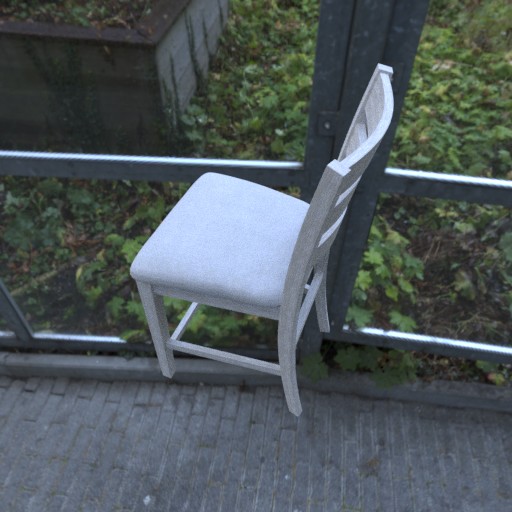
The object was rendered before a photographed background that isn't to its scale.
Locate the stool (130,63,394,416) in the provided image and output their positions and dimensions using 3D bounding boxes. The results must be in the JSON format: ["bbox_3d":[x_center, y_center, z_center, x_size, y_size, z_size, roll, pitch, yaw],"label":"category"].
[{"bbox_3d":[0.000,0.000,1.312,0.569,1.032,0.484,17,49,15],"label":"stool"}]
